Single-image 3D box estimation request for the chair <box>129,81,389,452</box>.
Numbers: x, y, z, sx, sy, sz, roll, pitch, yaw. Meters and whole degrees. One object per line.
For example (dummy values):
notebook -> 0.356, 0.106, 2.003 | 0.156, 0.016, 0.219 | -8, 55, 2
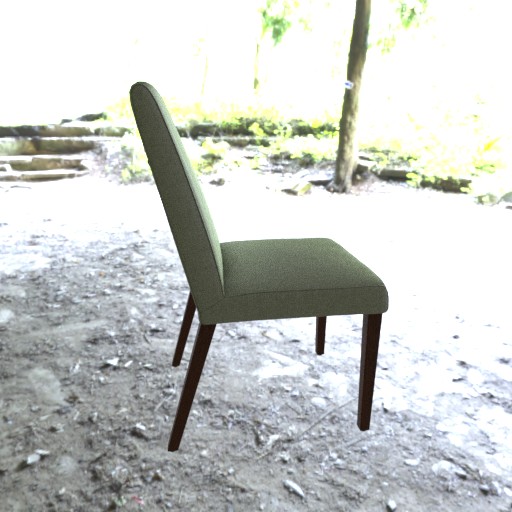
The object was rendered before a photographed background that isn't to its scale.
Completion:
chair -> 0.000, 0.000, 1.246 | 0.594, 0.900, 0.480 | -3, 17, -8
